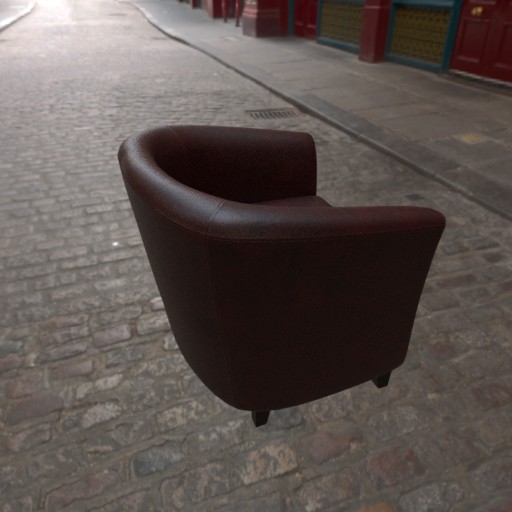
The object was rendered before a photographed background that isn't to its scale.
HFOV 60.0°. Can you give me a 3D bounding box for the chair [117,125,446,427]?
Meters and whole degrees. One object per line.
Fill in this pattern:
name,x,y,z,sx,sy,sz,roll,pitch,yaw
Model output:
chair,0.000,0.000,1.398,0.727,0.756,0.792,-11,33,-18
